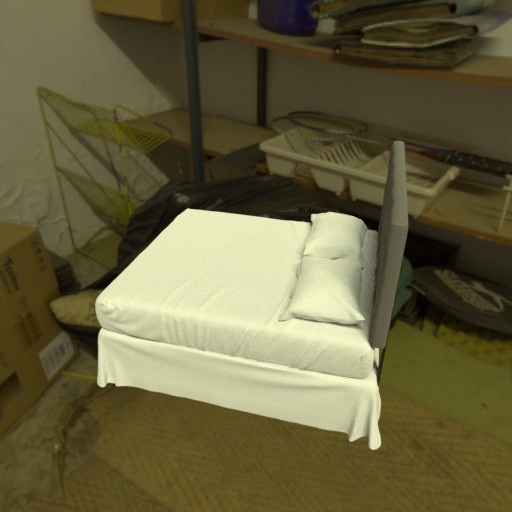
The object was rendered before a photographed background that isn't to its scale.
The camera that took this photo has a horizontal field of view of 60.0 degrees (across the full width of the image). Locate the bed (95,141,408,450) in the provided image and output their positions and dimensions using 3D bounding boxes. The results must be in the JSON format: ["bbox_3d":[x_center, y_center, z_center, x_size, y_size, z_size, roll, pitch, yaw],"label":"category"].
[{"bbox_3d":[0.000,0.000,3.545,2.222,1.577,1.936,8,31,13],"label":"bed"}]
